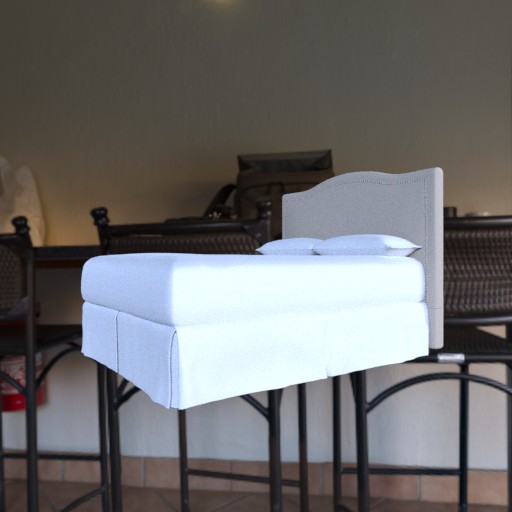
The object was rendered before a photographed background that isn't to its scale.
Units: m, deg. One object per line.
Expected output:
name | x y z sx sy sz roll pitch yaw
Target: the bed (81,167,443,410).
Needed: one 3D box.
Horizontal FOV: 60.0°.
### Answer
bed | 0.000 0.000 3.173 2.052 1.398 1.678 0 0 -36
